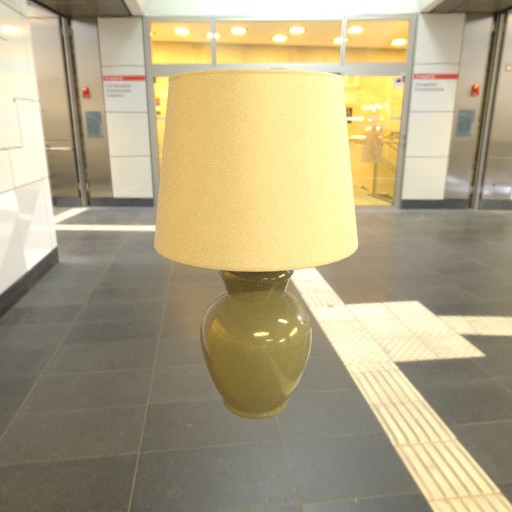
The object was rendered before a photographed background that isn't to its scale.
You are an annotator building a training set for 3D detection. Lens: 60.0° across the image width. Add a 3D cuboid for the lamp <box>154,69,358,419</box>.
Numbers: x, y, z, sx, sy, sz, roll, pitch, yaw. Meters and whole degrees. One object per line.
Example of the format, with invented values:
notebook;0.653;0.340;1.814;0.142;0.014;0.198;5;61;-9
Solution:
lamp;0.000;0.000;0.538;0.239;0.399;0.239;0;16;0
